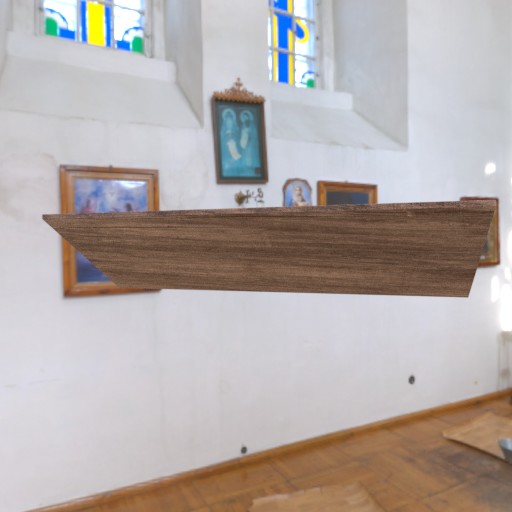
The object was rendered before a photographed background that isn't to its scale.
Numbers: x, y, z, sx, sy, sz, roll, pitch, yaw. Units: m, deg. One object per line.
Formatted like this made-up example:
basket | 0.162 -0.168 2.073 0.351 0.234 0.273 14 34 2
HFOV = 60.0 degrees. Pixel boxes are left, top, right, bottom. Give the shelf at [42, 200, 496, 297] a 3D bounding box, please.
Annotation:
shelf | 0.000 0.000 0.668 0.610 0.125 0.200 0 0 18
